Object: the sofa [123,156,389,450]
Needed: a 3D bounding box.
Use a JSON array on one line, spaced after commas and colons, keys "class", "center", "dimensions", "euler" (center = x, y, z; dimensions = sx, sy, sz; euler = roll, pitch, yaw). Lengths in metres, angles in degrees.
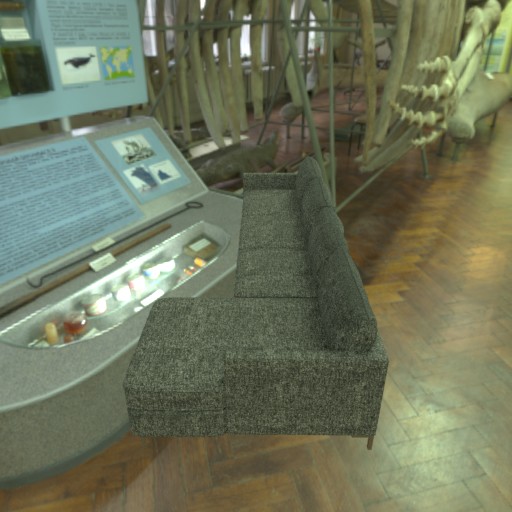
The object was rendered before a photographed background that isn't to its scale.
[{"class": "sofa", "center": [0.000, 0.000, 3.986], "dimensions": [1.488, 0.970, 3.384], "euler": [0, 28, 1]}]
